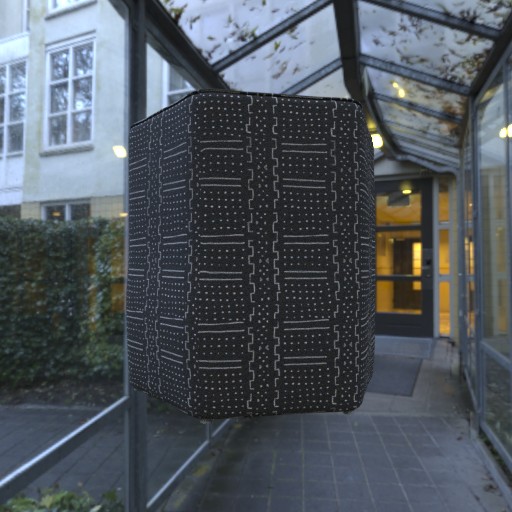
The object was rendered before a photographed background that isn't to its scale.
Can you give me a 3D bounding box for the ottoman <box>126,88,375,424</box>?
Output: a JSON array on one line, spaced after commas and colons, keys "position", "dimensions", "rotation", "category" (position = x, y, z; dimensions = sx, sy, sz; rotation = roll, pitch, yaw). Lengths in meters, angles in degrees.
[{"position": [0.000, 0.000, 0.874], "dimensions": [0.443, 0.502, 0.494], "rotation": [0, -1, 20], "category": "ottoman"}]
